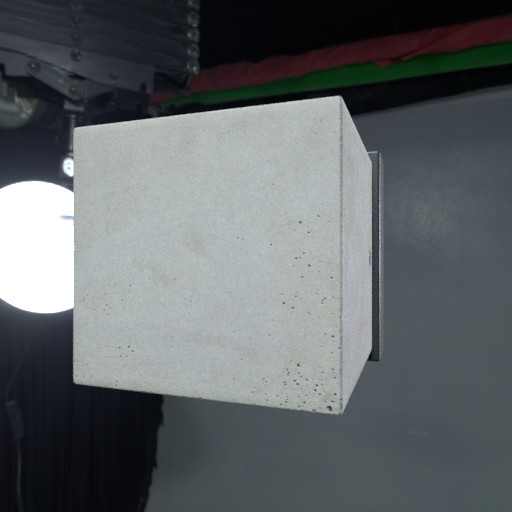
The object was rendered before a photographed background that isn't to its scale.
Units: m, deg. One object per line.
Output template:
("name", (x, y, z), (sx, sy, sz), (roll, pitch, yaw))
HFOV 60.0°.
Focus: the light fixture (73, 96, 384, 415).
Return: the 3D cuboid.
("light fixture", (0.000, 0.000, 0.234), (0.121, 0.121, 0.143), (0, 0, 20))
